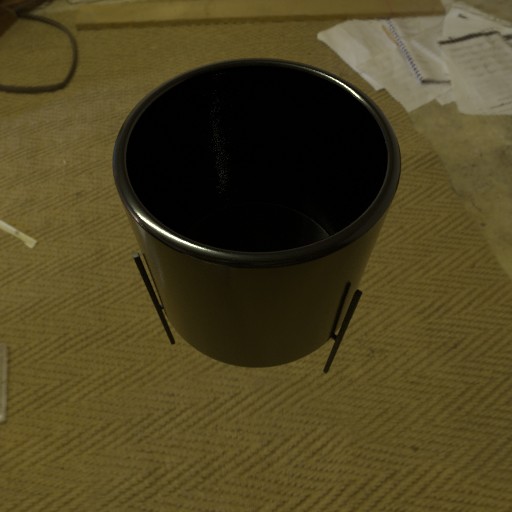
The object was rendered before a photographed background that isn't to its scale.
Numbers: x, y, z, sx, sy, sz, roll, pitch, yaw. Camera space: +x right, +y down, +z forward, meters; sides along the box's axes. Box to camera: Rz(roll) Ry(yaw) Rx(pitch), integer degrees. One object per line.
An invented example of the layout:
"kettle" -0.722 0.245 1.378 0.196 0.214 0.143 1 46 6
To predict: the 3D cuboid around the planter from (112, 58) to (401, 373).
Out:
"planter" 0.000 0.000 0.642 0.310 0.432 0.310 -30 62 -17
